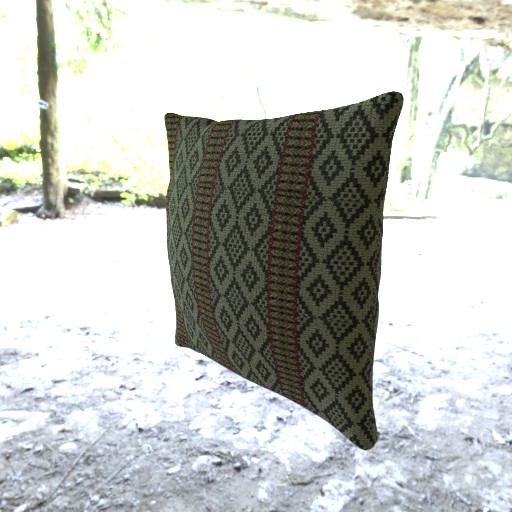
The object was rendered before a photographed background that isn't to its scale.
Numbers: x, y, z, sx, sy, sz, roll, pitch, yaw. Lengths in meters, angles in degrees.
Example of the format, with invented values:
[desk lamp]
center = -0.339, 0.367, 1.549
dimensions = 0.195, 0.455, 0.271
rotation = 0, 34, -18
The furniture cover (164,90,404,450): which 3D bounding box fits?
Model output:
[furniture cover]
center = 0.000, 0.000, 0.772
dimensions = 0.182, 0.506, 0.503
rotation = -14, 20, -43
